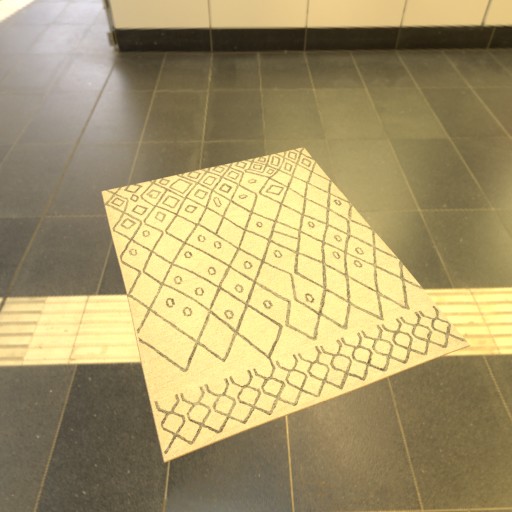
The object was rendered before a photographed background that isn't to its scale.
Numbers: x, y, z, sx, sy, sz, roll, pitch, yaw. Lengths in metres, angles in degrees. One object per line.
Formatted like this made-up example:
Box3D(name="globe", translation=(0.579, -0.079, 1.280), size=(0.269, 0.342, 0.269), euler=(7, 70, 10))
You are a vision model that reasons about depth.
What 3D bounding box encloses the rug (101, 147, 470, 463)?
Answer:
Box3D(name="rug", translation=(0.000, 0.000, 4.154), size=(2.446, 0.015, 3.046), euler=(-15, 48, -15))
